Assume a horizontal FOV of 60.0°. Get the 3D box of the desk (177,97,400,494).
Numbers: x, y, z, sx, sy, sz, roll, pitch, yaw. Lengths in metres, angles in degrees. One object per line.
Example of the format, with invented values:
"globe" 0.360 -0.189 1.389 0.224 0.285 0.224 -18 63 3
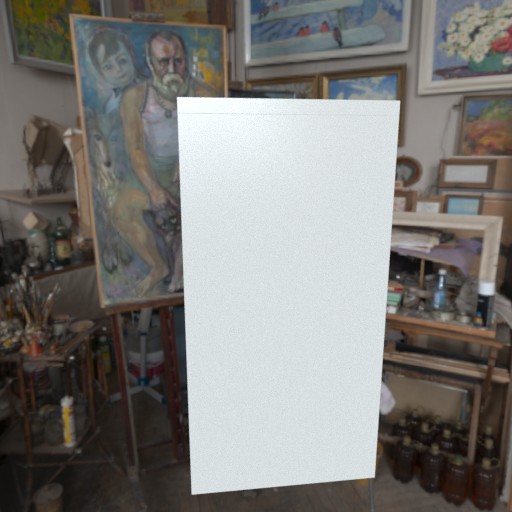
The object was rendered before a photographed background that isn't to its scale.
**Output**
"desk" 0.000 0.000 1.350 0.400 0.790 1.000 -2 13 -7
